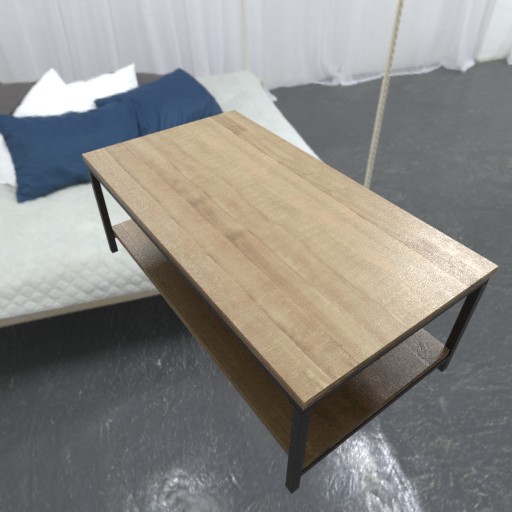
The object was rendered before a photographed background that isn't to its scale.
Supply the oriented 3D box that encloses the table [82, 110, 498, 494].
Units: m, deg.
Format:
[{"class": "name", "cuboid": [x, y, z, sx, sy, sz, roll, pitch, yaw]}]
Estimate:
[{"class": "table", "cuboid": [0.000, 0.000, 1.319, 0.574, 0.393, 1.062, -26, 47, -26]}]
